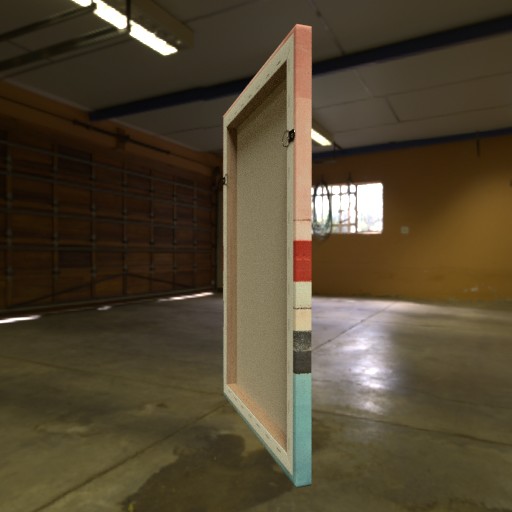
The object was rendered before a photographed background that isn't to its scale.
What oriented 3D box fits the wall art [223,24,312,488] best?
[{"bbox_3d":[0.000,0.000,1.168,0.038,0.914,0.610,0,0,-18],"label":"wall art"}]
